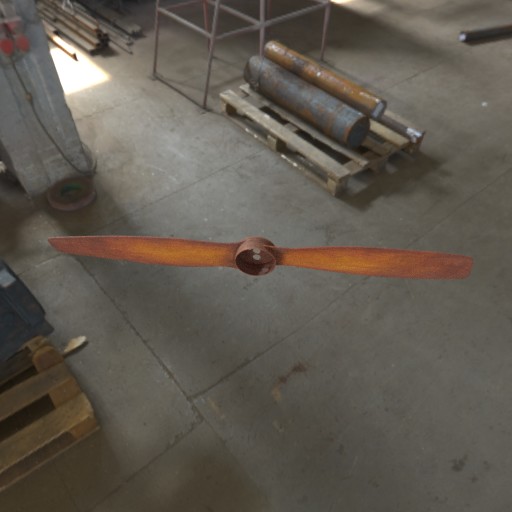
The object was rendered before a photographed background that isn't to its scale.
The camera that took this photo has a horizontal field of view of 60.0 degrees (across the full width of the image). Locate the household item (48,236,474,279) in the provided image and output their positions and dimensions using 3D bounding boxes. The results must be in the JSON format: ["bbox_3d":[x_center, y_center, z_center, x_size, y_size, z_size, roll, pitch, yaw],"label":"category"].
[{"bbox_3d":[0.000,0.000,1.241,1.181,0.121,0.051,3,47,3],"label":"household item"}]
